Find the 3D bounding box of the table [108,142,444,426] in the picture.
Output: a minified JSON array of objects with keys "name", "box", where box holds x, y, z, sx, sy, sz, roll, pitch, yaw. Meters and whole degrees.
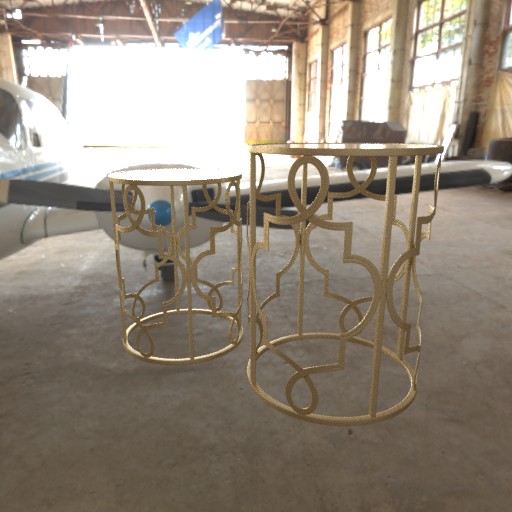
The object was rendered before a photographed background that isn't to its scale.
[{"name":"table","box":[0.000,0.000,1.149,0.846,0.564,0.420,8,18,27]}]
